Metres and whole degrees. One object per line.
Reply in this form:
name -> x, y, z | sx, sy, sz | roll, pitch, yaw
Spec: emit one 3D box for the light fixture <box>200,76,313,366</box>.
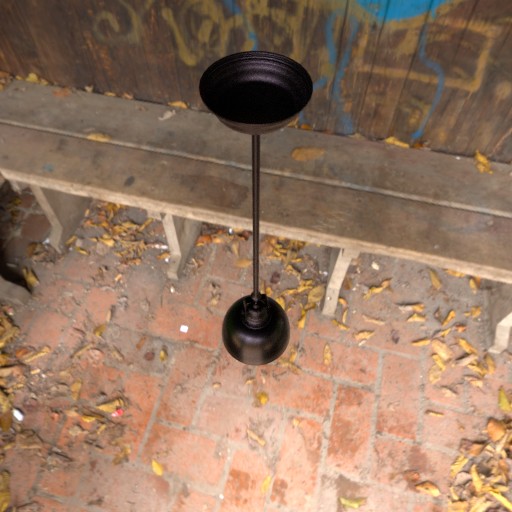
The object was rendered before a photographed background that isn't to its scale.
light fixture -> 0.000, 0.000, 0.854 | 0.182, 0.768, 0.182 | -12, 59, -8
